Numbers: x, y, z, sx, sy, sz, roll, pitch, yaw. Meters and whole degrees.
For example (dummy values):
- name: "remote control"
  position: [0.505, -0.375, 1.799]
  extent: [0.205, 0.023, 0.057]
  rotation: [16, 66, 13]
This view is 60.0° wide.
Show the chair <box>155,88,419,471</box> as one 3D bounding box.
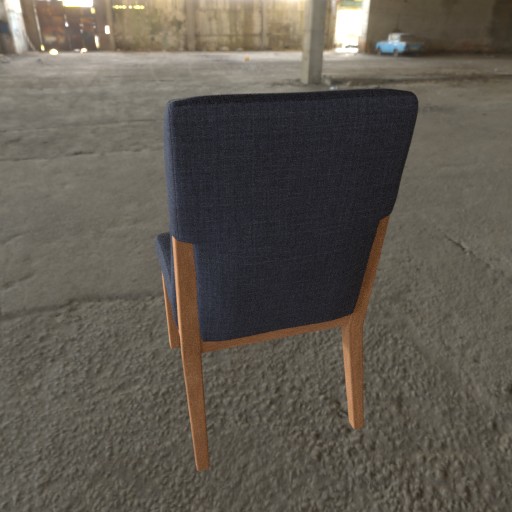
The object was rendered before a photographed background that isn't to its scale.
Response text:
- name: "chair"
  position: [0.000, 0.000, 1.217]
  extent: [0.507, 0.911, 0.586]
  rotation: [-8, 28, -15]
